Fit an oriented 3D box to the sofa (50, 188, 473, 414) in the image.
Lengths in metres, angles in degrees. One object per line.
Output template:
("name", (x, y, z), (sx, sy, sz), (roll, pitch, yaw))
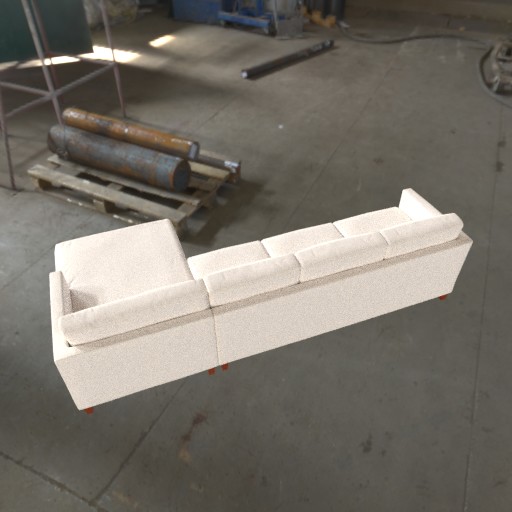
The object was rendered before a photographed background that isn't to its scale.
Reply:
("sofa", (0.000, 0.000, 4.093), (3.471, 0.954, 1.606), (-14, 44, -16))
